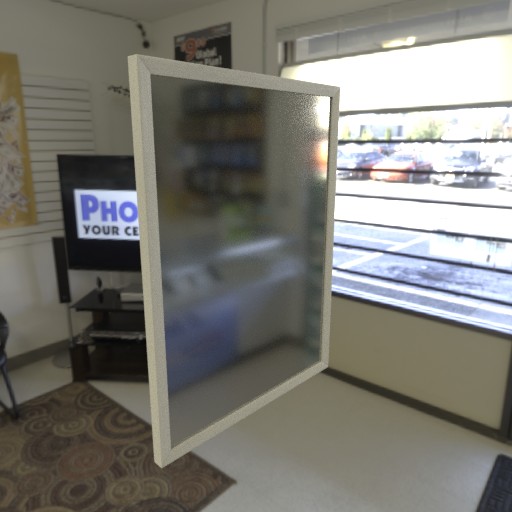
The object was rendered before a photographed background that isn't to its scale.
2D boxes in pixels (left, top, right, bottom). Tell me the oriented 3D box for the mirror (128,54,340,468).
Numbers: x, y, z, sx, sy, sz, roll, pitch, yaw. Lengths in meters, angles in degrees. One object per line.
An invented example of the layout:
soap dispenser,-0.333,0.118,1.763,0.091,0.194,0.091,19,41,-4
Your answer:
mirror,0.000,0.000,1.330,0.040,1.016,0.762,13,19,42
